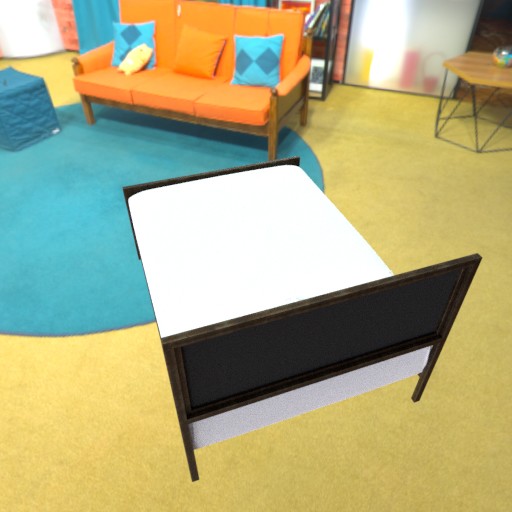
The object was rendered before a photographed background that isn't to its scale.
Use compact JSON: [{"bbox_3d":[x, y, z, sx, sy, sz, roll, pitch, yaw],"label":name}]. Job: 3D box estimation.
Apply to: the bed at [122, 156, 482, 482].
[{"bbox_3d":[0.000,0.000,3.224,1.607,1.313,2.221,-13,42,-15],"label":"bed"}]
